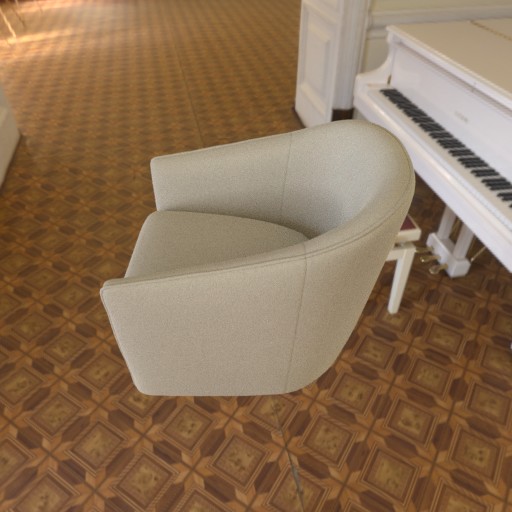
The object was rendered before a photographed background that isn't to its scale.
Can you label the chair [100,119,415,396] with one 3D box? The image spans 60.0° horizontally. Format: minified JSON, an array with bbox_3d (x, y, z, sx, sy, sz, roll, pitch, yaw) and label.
[{"bbox_3d":[0.000,0.000,1.513,0.875,0.799,0.747,0,41,0],"label":"chair"}]
